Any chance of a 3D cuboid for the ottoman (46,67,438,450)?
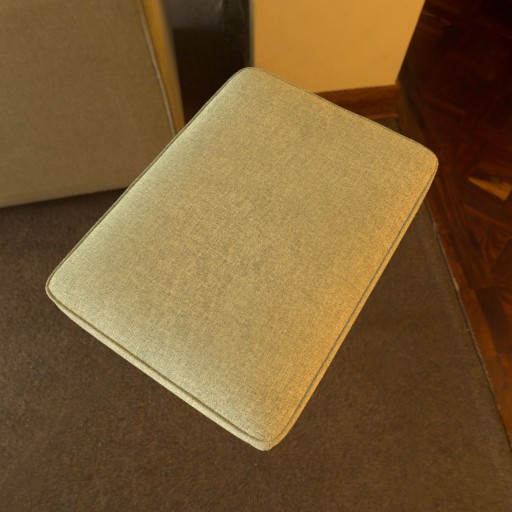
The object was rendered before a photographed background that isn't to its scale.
[{"bbox_3d":[0.000,0.000,1.303,0.661,0.561,0.889,30,68,13],"label":"ottoman"}]
